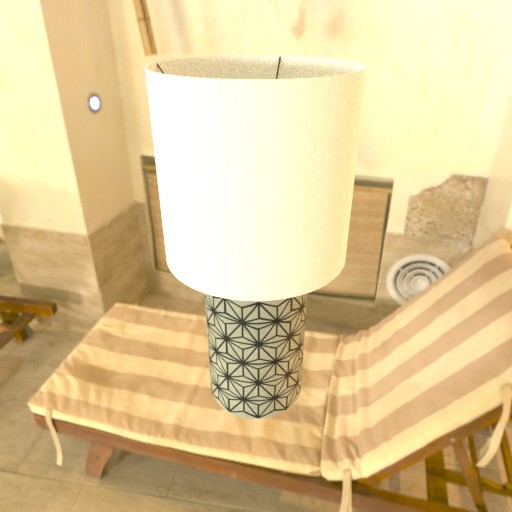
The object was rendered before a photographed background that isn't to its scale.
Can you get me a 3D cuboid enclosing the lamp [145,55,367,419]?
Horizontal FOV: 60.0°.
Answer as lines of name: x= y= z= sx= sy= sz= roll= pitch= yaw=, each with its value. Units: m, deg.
lamp: x=0.000 y=0.000 z=0.522 sx=0.206 sy=0.416 sz=0.206 roll=7 pitch=30 yaw=13
